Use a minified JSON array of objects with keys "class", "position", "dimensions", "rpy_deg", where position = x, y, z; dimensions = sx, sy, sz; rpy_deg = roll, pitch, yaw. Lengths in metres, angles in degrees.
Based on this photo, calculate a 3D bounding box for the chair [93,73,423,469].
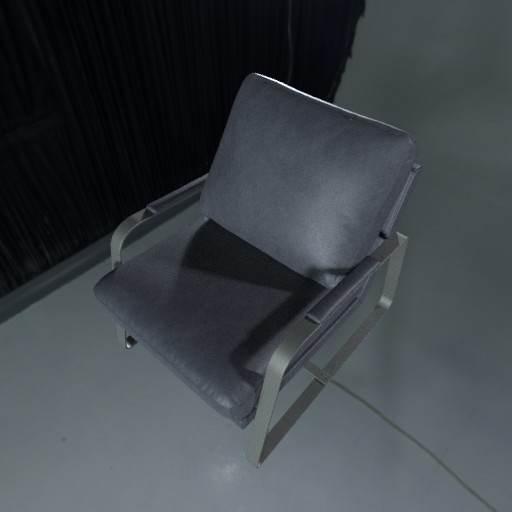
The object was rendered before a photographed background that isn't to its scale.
[{"class":"chair","position":[0.000,0.000,1.431],"dimensions":[0.692,0.839,0.878],"rpy_deg":[32,55,27]}]
